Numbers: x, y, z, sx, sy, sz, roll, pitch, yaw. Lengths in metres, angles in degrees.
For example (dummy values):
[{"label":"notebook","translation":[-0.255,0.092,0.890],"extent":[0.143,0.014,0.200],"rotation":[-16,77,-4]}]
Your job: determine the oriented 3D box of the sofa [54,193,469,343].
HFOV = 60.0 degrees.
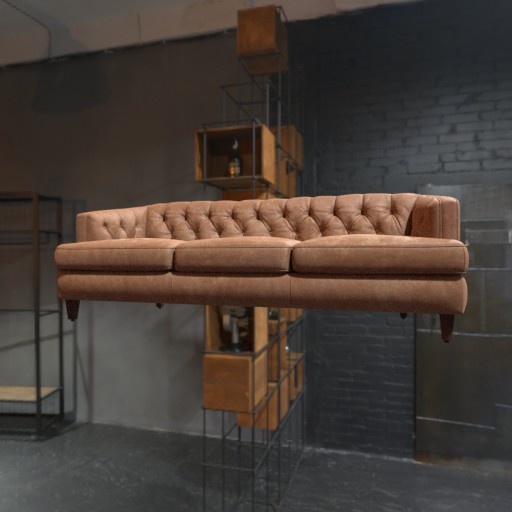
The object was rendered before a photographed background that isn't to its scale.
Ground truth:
[{"label":"sofa","translation":[0.000,0.000,2.701],"extent":[2.257,0.791,0.922],"rotation":[0,0,18]}]
